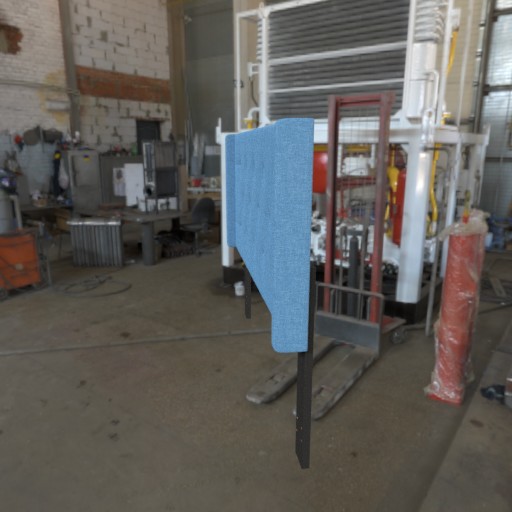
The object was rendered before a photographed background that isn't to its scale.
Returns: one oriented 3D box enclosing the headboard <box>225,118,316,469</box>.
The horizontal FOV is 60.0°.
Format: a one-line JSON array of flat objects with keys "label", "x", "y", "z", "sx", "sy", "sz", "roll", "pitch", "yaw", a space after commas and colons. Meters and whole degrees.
[{"label": "headboard", "x": 0.000, "y": 0.000, "z": 2.764, "sx": 0.184, "sy": 1.524, "sz": 2.051, "roll": -2, "pitch": 14, "yaw": -9}]
